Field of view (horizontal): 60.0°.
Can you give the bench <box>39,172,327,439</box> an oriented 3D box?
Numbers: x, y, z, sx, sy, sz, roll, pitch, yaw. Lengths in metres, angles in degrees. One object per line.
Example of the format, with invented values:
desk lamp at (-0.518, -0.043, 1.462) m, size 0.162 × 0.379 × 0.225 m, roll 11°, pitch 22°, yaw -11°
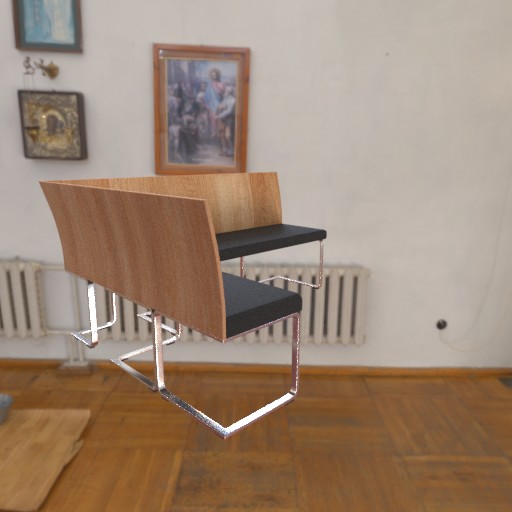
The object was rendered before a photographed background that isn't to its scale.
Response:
bench at (0.000, 0.000, 2.732) m, size 1.945 × 0.930 × 1.495 m, roll -12°, pitch 18°, yaw -43°
